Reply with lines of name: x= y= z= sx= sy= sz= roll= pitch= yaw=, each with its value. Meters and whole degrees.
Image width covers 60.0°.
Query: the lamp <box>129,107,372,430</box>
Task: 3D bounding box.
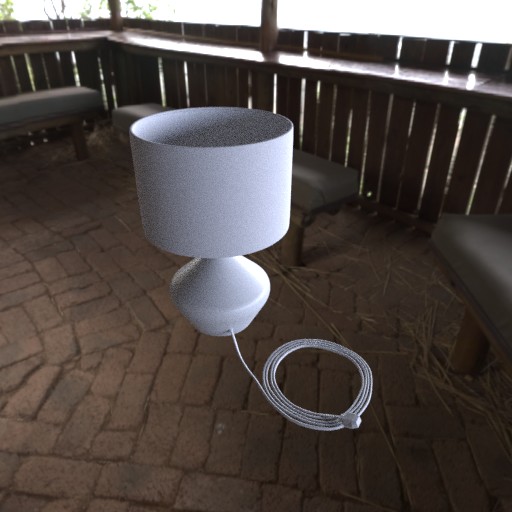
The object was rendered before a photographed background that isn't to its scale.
lamp: x=0.000 y=0.000 z=0.863 sx=0.401 sy=0.457 sz=0.546 roll=-9 pitch=32 yaw=-15
